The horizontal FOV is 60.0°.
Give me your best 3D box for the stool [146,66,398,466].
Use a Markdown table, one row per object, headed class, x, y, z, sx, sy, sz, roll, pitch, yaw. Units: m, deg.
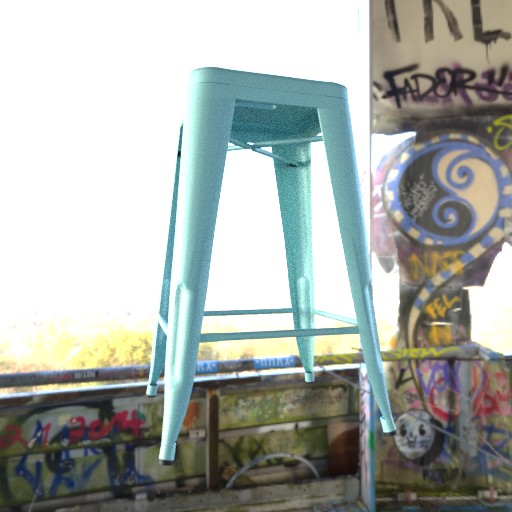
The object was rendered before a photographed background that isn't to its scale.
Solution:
| class | x | y | z | sx | sy | sz | roll | pitch | yaw |
| --- | --- | --- | --- | --- | --- | --- | --- | --- | --- |
| stool | 0.000 | 0.000 | 0.859 | 0.399 | 0.609 | 0.359 | 0 | -1 | -17 |
